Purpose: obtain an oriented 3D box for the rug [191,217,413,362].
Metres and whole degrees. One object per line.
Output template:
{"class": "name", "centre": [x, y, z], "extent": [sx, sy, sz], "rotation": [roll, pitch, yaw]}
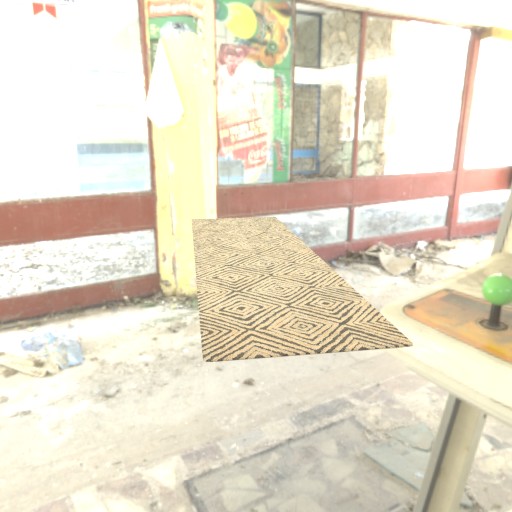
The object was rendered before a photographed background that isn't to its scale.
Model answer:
{"class": "rug", "centre": [0.000, 0.000, 2.459], "extent": [0.676, 0.008, 2.277], "rotation": [-2, 16, -9]}
